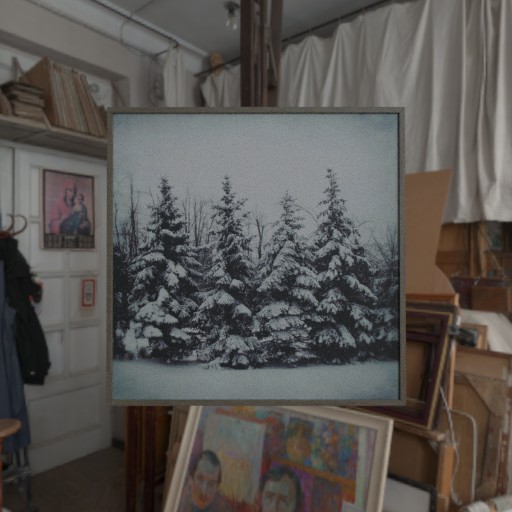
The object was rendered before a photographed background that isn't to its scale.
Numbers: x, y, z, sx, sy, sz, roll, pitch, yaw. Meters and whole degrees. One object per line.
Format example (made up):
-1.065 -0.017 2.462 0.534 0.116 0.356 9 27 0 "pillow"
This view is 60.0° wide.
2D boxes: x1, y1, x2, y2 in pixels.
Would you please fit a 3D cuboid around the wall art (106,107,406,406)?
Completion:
0.000 0.000 1.144 0.758 0.758 0.039 0 -1 0 "wall art"
